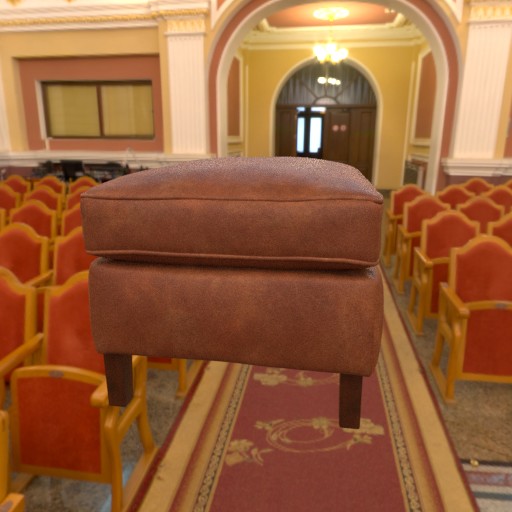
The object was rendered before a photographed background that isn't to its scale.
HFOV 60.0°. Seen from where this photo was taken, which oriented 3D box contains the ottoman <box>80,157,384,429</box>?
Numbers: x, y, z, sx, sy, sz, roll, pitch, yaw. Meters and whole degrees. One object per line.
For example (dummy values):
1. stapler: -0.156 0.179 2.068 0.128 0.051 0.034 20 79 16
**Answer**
1. ottoman: 0.000 0.000 0.992 0.501 0.418 0.665 2 15 9
